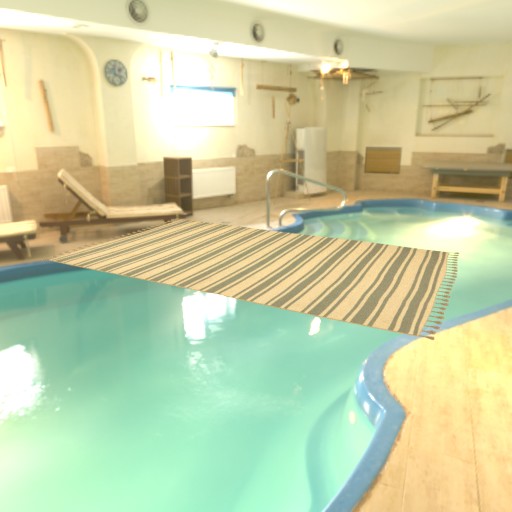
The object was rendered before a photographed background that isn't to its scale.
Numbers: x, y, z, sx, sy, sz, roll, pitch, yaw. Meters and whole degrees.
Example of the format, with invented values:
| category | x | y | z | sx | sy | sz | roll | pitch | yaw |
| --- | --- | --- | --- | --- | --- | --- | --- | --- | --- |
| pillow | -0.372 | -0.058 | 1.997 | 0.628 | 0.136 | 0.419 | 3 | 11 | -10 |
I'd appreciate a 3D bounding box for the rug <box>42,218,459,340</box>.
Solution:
| category | x | y | z | sx | sy | sz | roll | pitch | yaw |
| --- | --- | --- | --- | --- | --- | --- | --- | --- | --- |
| rug | 0.000 | 0.000 | 2.525 | 2.084 | 0.009 | 1.222 | 9 | 19 | 27 |
